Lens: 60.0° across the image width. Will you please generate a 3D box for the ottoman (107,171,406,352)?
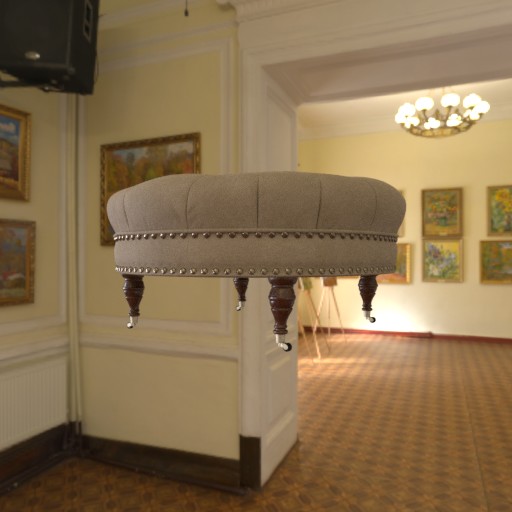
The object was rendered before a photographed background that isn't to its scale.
[{"bbox_3d":[0.000,0.000,1.404,0.901,0.439,0.901,0,0,0],"label":"ottoman"}]
